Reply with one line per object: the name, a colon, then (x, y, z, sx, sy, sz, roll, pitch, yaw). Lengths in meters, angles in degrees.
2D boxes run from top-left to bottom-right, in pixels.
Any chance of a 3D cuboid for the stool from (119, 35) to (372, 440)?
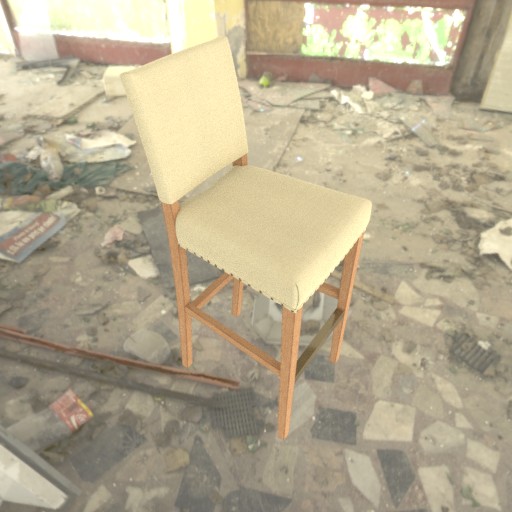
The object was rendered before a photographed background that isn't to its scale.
stool: (0.000, 0.000, 1.404, 0.546, 1.143, 0.428, 25, 47, 25)
